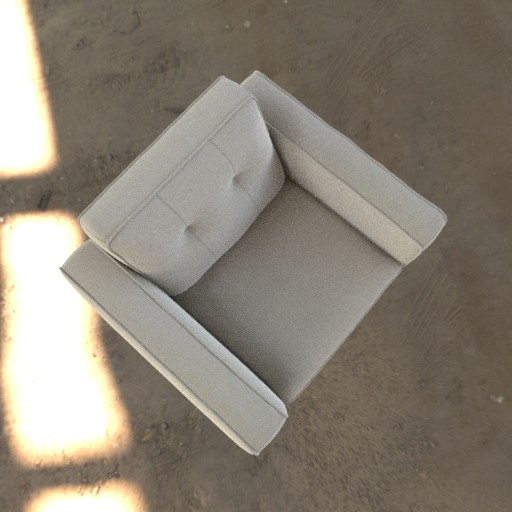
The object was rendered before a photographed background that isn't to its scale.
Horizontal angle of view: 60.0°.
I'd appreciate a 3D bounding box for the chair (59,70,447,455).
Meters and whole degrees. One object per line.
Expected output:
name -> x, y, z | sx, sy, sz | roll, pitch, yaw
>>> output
chair -> 0.000, 0.000, 1.753 | 0.953, 0.779, 1.115 | 40, 80, 9
